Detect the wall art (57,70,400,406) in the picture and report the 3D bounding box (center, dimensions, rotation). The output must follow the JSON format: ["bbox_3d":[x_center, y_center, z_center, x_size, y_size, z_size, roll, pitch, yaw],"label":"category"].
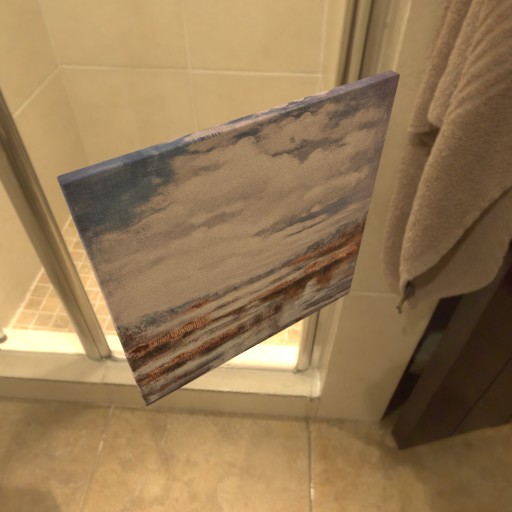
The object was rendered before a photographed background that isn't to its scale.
[{"bbox_3d":[0.000,0.000,1.323,0.888,0.897,0.035,-25,50,-23],"label":"wall art"}]
